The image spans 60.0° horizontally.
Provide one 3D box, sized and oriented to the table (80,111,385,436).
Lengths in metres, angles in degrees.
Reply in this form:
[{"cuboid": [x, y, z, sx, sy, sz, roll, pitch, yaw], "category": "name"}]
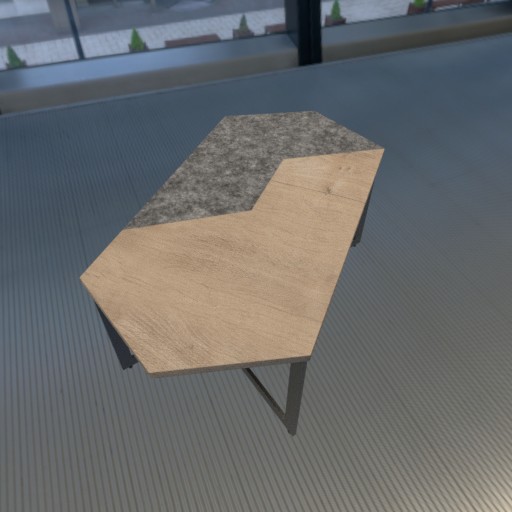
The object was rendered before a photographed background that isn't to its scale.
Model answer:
[{"cuboid": [0.000, 0.000, 1.492, 0.609, 0.457, 1.219, 16, 48, 15], "category": "table"}]
